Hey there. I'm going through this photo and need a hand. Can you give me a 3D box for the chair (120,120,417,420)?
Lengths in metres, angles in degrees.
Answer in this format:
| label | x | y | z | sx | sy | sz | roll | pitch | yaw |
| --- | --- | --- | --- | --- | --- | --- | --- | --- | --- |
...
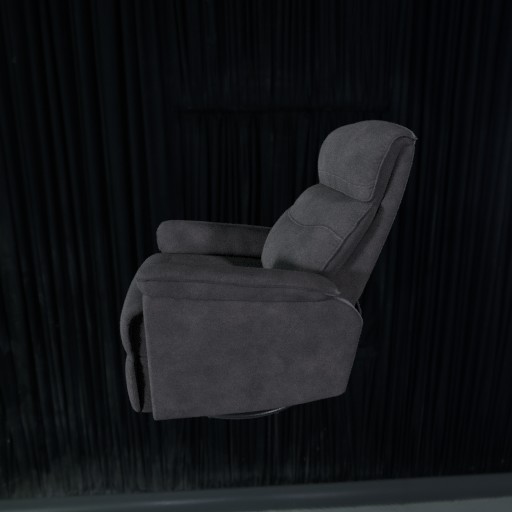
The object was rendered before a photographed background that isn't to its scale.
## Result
| label | x | y | z | sx | sy | sz | roll | pitch | yaw |
| --- | --- | --- | --- | --- | --- | --- | --- | --- | --- |
| chair | 0.000 | 0.000 | 1.768 | 1.009 | 1.035 | 0.830 | -2 | 16 | -6 |
